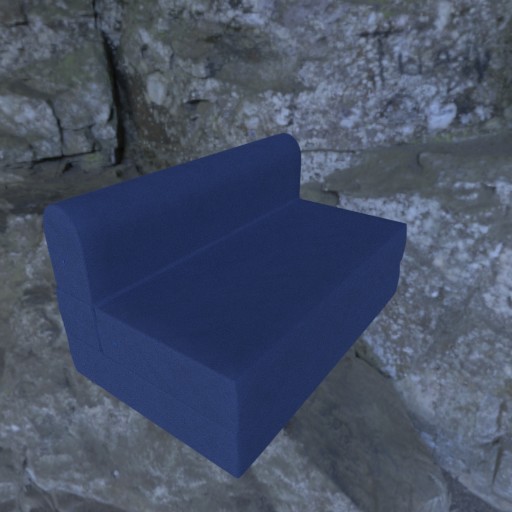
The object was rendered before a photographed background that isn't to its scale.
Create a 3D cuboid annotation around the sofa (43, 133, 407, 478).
[{"bbox_3d":[0.000,0.000,1.685,0.762,0.660,1.219,18,32,32],"label":"sofa"}]
